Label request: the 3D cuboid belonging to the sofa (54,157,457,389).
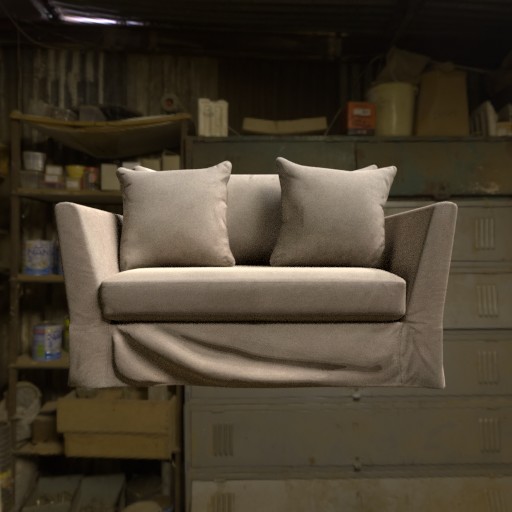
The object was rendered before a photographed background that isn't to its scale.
[{"bbox_3d":[0.000,0.000,2.239,1.608,1.040,1.035,0,1,0],"label":"sofa"}]
